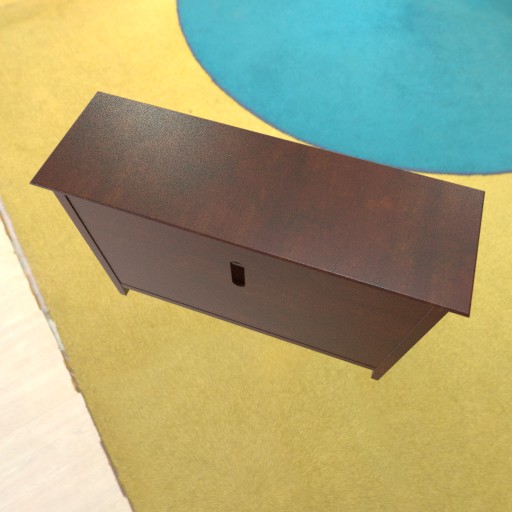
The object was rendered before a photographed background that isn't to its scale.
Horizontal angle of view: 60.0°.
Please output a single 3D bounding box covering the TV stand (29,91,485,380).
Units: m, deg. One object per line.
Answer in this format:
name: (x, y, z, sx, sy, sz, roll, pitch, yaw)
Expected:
TV stand: (0.000, 0.000, 1.796, 1.372, 0.915, 0.445, 17, 63, 9)
